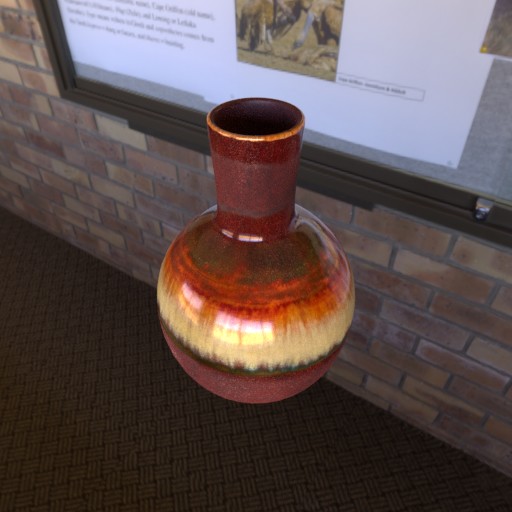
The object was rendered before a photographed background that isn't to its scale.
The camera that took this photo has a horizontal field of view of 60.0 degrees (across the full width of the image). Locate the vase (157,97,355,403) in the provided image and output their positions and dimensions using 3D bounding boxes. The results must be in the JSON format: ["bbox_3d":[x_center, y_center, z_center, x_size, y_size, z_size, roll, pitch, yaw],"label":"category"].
[{"bbox_3d":[0.000,0.000,0.234,0.111,0.154,0.111,0,41,0],"label":"vase"}]
